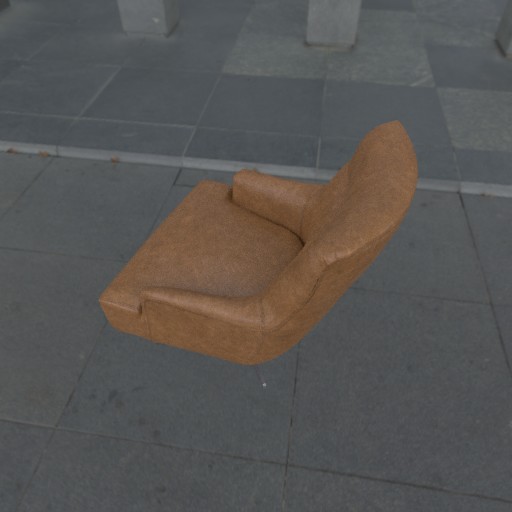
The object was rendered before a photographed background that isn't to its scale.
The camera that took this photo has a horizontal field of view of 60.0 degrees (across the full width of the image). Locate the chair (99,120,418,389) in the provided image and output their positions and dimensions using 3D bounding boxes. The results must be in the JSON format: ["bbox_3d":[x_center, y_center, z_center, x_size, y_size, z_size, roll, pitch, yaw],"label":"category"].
[{"bbox_3d":[0.000,0.000,1.536,0.874,0.869,0.729,18,49,16],"label":"chair"}]
